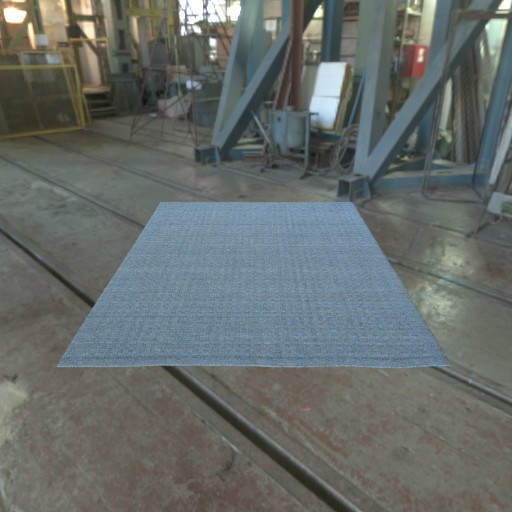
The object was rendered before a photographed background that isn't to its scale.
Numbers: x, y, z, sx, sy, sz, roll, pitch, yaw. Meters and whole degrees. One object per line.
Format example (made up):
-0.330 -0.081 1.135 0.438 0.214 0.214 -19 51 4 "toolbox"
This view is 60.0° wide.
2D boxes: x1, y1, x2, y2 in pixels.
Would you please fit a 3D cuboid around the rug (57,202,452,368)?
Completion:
0.000 0.000 4.165 2.443 0.007 3.200 0 25 0 "rug"
